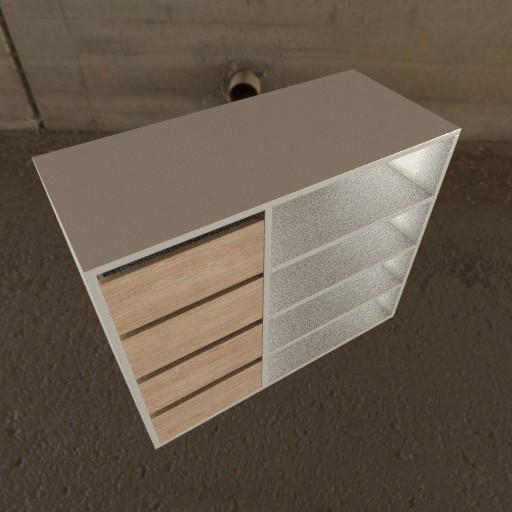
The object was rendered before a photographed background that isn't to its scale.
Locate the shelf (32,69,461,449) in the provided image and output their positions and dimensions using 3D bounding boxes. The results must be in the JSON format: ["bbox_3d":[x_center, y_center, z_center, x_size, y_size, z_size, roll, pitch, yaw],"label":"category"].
[{"bbox_3d":[0.000,0.000,1.263,0.895,0.732,0.396,-23,50,-21],"label":"shelf"}]
